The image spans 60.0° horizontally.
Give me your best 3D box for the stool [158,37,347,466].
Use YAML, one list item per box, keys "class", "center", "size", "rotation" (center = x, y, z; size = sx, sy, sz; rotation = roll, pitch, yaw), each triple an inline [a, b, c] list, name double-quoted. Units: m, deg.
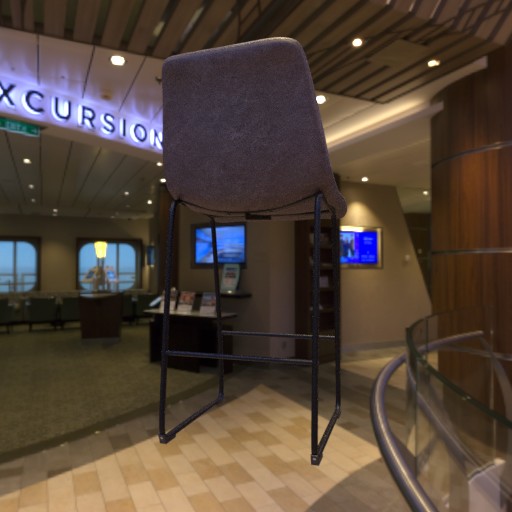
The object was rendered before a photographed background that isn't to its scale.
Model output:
- class: "stool"
  center: [0.000, 0.000, 1.385]
  size: [0.514, 1.082, 0.561]
  rotation: [0, -1, 18]
